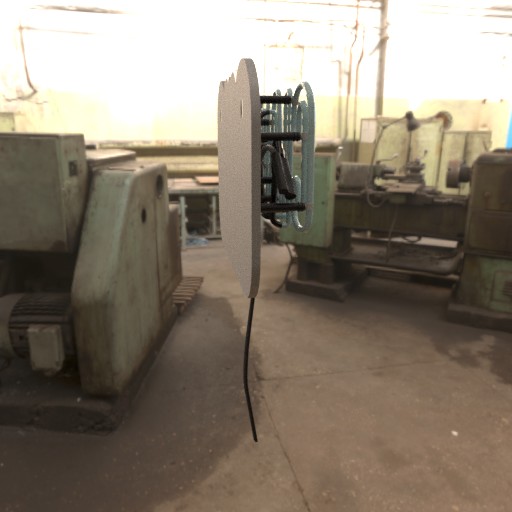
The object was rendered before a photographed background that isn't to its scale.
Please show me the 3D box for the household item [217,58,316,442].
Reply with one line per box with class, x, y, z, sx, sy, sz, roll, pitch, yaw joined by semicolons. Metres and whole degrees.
household item;0.000;0.000;0.381;0.042;0.294;0.211;-3;16;-10
